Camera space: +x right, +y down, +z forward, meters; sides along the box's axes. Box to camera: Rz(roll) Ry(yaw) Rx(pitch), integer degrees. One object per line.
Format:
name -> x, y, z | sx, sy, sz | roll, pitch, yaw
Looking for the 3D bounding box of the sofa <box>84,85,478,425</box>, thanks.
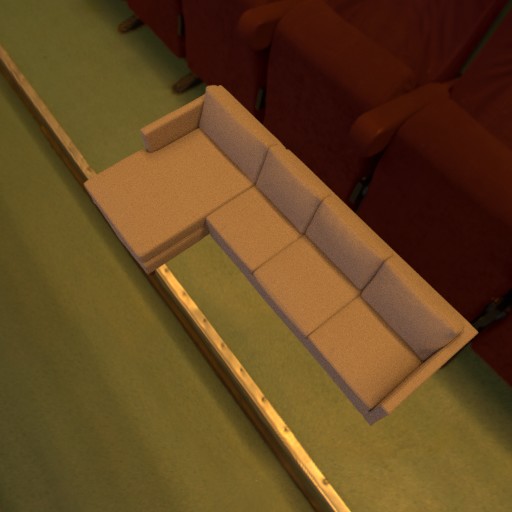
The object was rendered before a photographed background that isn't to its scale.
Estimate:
sofa -> 0.000, 0.000, 3.759 | 1.625, 0.846, 3.186 | -35, 68, -16
